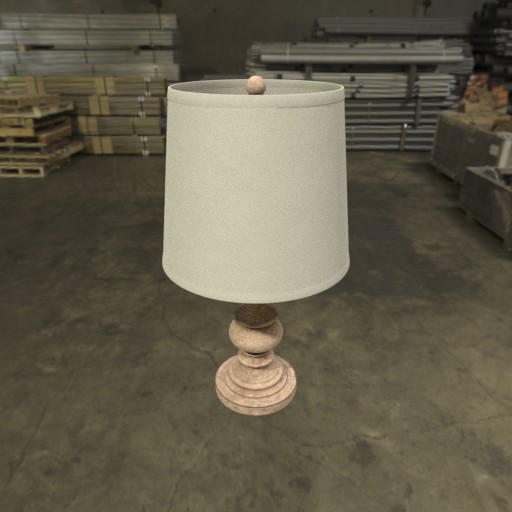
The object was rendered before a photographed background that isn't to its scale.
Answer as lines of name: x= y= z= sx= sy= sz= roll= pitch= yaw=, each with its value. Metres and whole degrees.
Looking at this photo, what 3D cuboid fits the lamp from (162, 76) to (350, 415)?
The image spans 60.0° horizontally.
lamp: x=0.000 y=0.000 z=0.658 sx=0.273 sy=0.497 sz=0.273 roll=0 pitch=26 yaw=0
